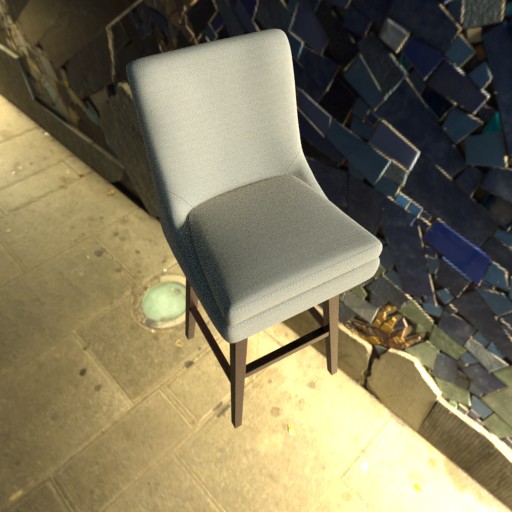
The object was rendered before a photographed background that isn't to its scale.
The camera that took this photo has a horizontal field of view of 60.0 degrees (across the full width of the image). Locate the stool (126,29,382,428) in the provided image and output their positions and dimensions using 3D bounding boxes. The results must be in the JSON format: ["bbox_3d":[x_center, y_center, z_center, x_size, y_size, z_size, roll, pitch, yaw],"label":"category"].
[{"bbox_3d":[0.000,0.000,1.359,0.483,1.093,0.559,-23,52,-19],"label":"stool"}]
